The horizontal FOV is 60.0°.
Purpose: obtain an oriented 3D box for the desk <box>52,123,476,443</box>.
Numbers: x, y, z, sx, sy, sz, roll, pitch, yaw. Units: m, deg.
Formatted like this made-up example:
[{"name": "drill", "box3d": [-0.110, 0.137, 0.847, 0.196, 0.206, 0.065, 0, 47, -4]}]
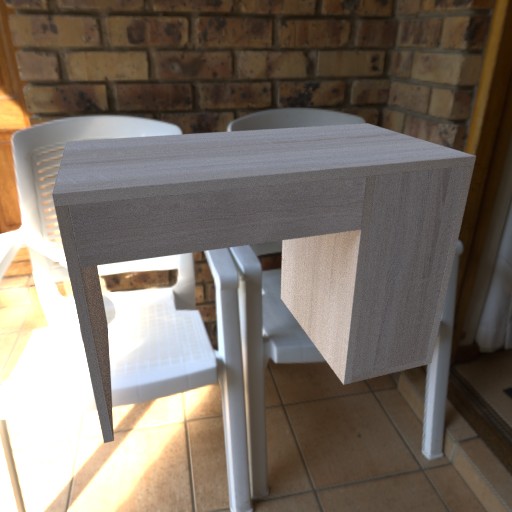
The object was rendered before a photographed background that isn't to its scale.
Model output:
[{"name": "desk", "box3d": [0.000, 0.000, 1.501, 1.100, 0.731, 0.600, -8, 27, -16]}]
